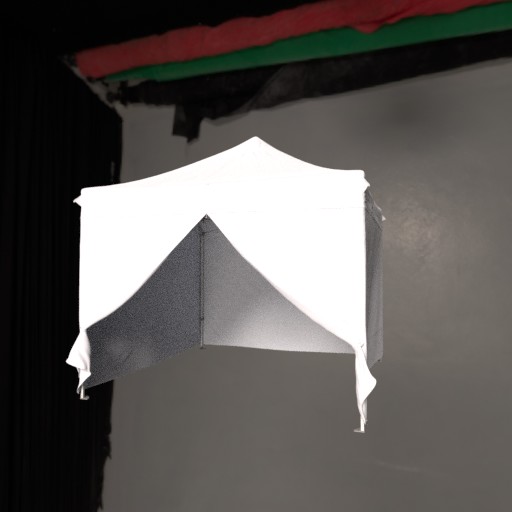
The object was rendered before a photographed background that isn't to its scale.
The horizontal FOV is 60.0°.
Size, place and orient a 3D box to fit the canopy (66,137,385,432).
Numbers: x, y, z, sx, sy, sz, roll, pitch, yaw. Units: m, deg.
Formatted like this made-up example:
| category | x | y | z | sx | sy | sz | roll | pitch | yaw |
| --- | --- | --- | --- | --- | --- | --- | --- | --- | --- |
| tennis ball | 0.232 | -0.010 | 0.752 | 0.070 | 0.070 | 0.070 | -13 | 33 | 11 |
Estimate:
| category | x | y | z | sx | sy | sz | roll | pitch | yaw |
| --- | --- | --- | --- | --- | --- | --- | --- | --- | --- |
| canopy | 0.000 | 0.000 | 5.474 | 3.043 | 2.997 | 3.121 | 0 | -1 | 19 |
